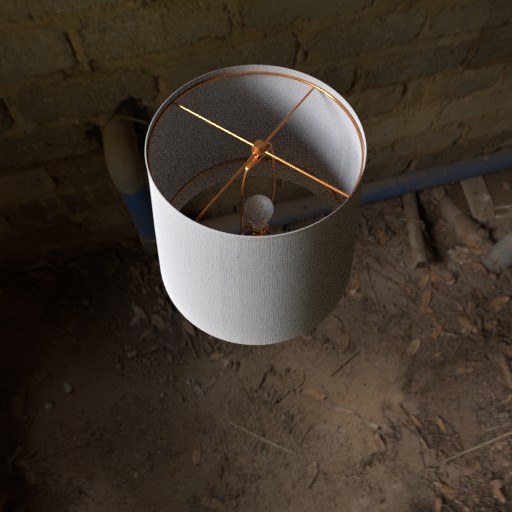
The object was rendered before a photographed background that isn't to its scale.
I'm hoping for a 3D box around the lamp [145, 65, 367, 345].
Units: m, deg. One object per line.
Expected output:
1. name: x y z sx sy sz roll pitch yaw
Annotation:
1. lamp: 0.000 0.000 0.450 0.189 0.340 0.189 0 63 0
